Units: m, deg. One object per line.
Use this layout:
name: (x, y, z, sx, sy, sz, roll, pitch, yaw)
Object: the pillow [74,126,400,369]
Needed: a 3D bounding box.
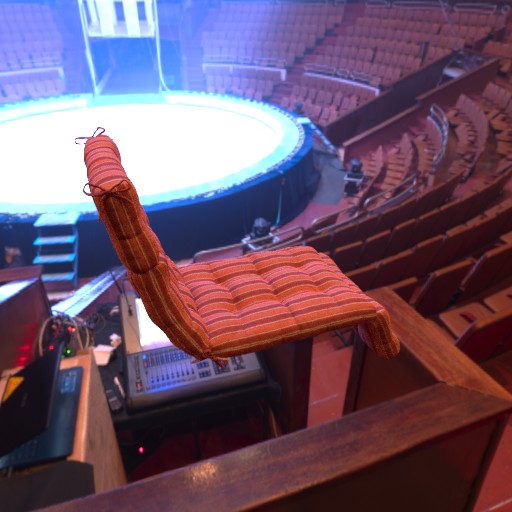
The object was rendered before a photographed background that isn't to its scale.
pillow: (0.000, 0.000, 1.531, 1.016, 0.863, 0.526, -11, 32, -19)
